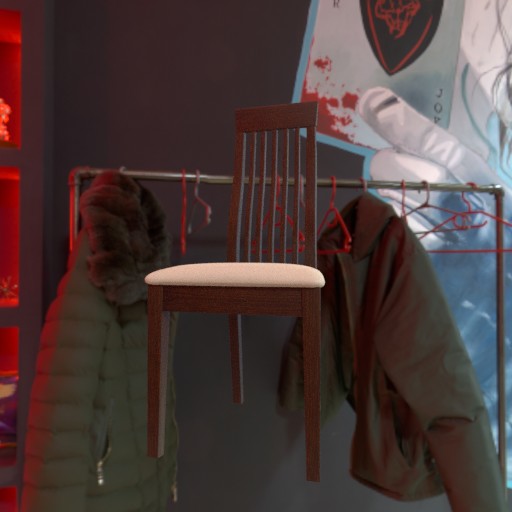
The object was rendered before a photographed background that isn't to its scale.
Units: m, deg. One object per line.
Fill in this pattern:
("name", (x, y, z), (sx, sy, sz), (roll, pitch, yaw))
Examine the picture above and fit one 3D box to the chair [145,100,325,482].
("chair", (0.000, 0.000, 1.286), (0.460, 1.027, 0.474), (0, 0, 17))
